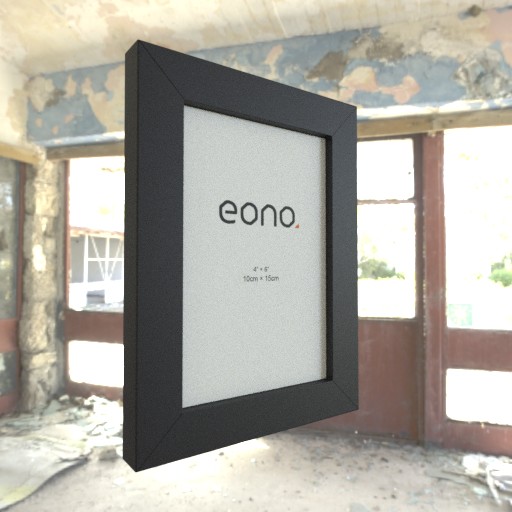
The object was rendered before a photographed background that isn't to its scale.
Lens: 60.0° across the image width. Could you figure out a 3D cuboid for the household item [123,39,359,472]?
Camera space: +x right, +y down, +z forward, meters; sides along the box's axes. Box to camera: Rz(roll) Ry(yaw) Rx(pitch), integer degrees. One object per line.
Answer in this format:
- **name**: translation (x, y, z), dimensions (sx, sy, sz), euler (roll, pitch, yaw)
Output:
- **household item**: translation (0.000, 0.000, 0.228), dimensions (0.133, 0.178, 0.022), euler (1, -1, -36)
